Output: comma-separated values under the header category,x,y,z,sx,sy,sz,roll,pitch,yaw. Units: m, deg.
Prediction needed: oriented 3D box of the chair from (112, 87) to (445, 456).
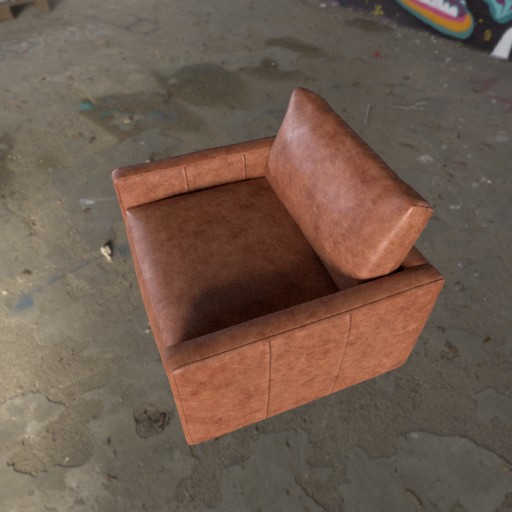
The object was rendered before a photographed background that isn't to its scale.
category,x,y,z,sx,sy,sz,roll,pitch,yaw
chair,0.000,0.000,1.639,0.862,0.869,0.967,-16,48,-15
